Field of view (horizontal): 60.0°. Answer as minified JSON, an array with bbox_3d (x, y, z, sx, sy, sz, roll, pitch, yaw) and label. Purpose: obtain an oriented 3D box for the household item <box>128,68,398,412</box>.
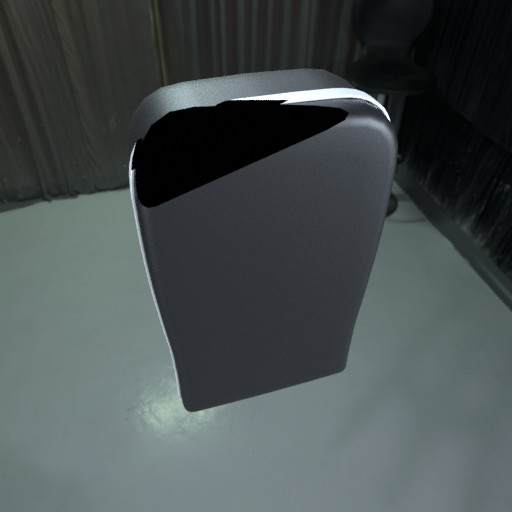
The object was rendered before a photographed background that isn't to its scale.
[{"bbox_3d":[0.000,0.000,0.146,0.070,0.114,0.038,-11,44,-12],"label":"household item"}]
